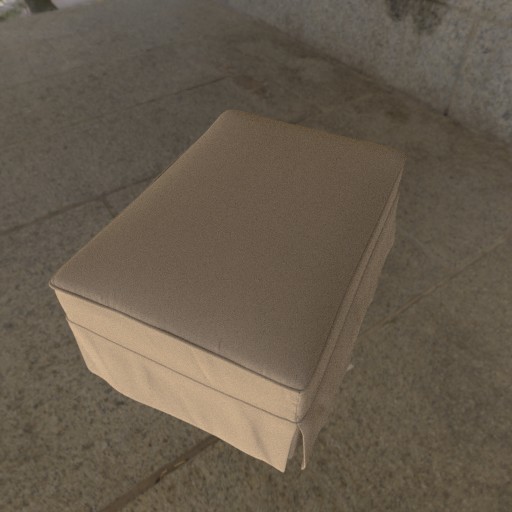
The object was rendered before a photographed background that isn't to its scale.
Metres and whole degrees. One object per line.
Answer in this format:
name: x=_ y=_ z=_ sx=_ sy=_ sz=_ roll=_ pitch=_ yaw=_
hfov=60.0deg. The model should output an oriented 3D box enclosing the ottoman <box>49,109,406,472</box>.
ottoman: x=0.000 y=0.000 z=1.345 sx=0.721 sy=0.482 sz=0.959 roll=19 pitch=50 yaw=17
